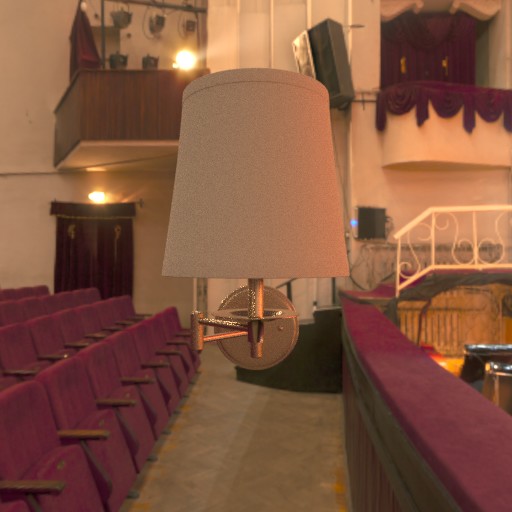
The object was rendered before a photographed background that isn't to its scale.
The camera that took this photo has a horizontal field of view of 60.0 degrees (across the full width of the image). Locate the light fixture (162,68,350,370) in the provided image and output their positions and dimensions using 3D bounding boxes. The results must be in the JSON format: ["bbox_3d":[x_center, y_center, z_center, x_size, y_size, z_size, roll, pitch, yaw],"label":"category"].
[{"bbox_3d":[0.000,0.000,0.601,0.223,0.381,0.348,0,-1,0],"label":"light fixture"}]
